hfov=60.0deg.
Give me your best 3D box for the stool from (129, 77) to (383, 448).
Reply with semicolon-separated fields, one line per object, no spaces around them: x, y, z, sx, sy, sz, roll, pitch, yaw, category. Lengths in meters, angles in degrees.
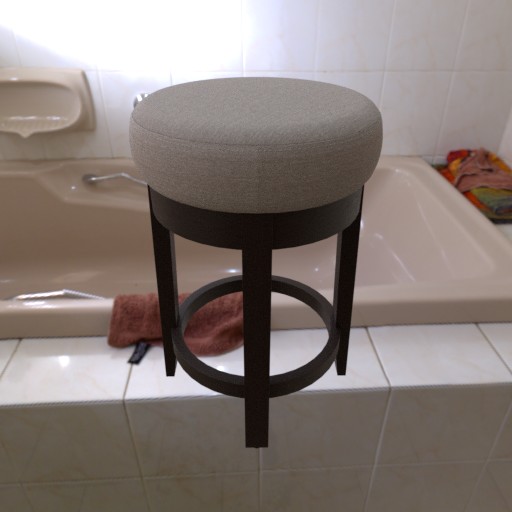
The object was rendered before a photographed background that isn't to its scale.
0.000;0.000;0.935;0.443;0.672;0.443;0;32;0;stool
